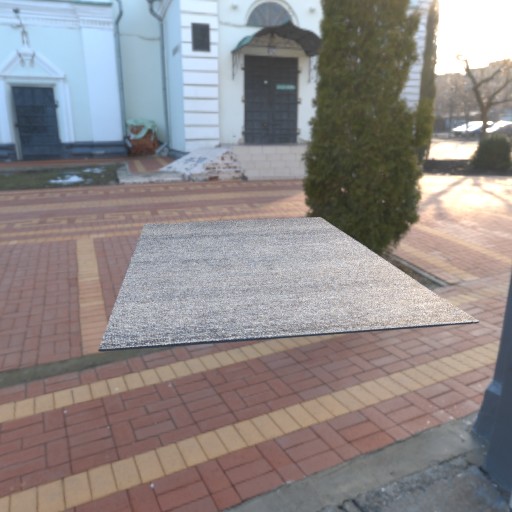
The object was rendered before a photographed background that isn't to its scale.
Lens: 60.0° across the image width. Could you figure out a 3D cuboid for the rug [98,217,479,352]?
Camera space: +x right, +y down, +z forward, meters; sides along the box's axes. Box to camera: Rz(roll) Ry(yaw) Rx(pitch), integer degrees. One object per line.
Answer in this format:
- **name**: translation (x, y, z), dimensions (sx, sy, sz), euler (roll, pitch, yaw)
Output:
- **rug**: translation (0.000, 0.000, 2.938), dimensions (1.624, 0.030, 2.349), euler (-3, 17, -9)
